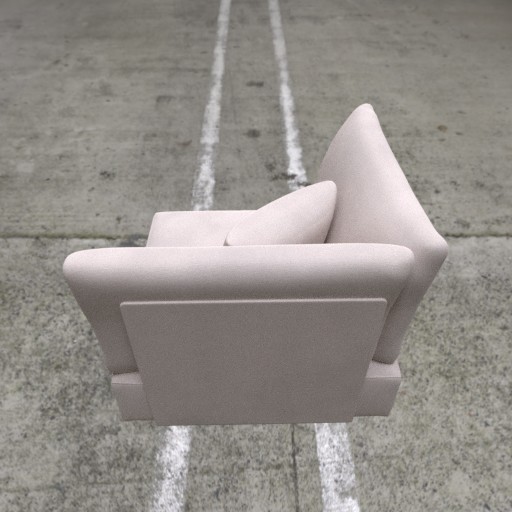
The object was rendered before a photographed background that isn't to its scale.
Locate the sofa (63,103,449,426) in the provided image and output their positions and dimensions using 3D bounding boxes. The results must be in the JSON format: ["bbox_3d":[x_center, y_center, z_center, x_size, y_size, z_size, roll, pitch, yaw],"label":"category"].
[{"bbox_3d":[0.000,0.000,1.708,1.000,0.820,1.000,-1,41,-1],"label":"sofa"}]
